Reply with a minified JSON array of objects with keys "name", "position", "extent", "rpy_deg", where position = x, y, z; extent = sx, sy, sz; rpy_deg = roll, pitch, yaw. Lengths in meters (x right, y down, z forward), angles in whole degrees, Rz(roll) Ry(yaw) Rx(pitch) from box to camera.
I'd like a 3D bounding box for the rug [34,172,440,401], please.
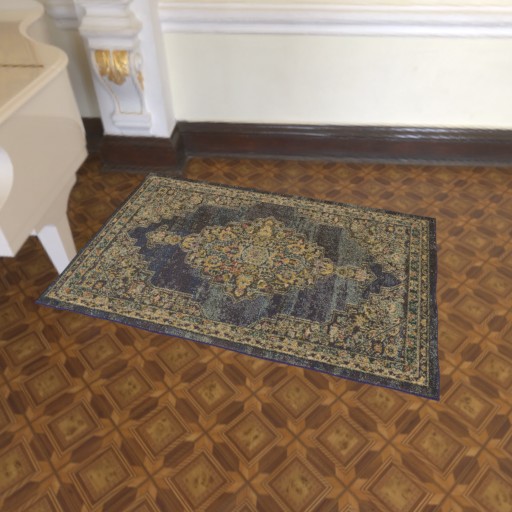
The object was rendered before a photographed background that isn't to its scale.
[{"name":"rug","position":[0.000,0.000,2.266],"extent":[1.781,0.012,1.184],"rpy_deg":[11,43,12]}]
